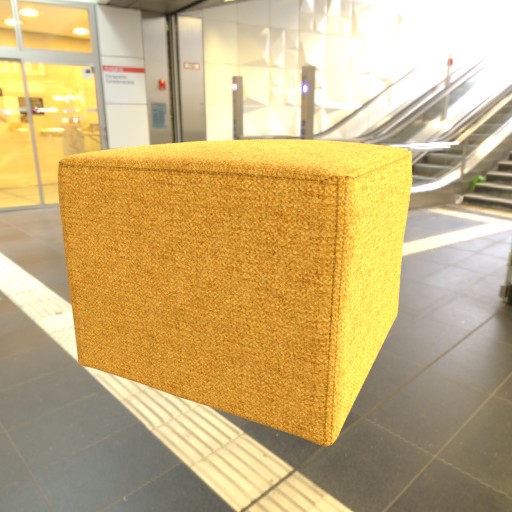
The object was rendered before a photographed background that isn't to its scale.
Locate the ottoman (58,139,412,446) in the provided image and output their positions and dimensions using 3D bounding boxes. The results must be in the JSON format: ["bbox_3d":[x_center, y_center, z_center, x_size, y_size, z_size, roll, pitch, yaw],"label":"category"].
[{"bbox_3d":[0.000,0.000,0.882,0.505,0.441,0.512,9,19,26],"label":"ottoman"}]
